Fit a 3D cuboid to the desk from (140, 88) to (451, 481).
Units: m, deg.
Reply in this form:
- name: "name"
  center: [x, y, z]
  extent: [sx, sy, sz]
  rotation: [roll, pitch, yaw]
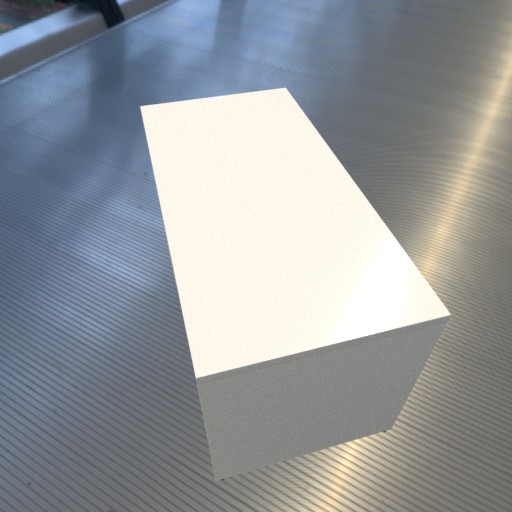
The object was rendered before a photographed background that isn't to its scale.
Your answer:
- name: "desk"
  center: [0.000, 0.000, 1.853]
  extent: [0.690, 0.740, 1.400]
  rotation: [-11, 47, -11]
